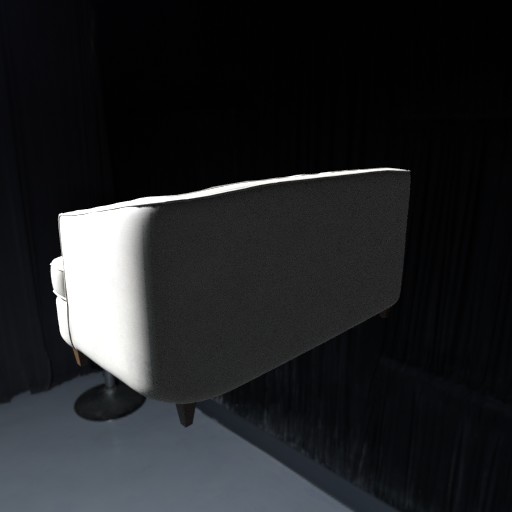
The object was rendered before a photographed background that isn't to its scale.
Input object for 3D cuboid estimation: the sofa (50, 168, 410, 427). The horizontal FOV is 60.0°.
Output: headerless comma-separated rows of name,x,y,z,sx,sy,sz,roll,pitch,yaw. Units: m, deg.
sofa,0.000,0.000,2.248,1.731,0.878,0.940,-15,21,-43
